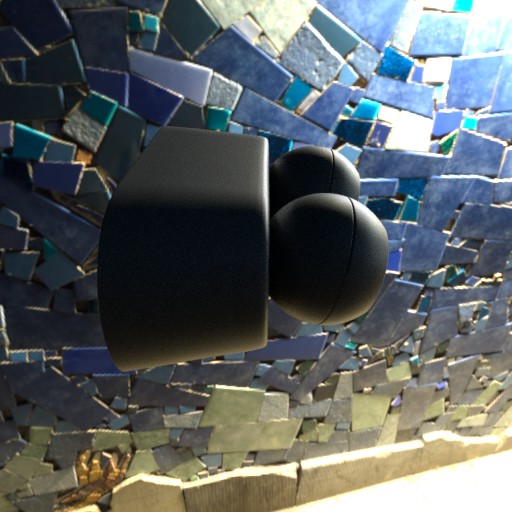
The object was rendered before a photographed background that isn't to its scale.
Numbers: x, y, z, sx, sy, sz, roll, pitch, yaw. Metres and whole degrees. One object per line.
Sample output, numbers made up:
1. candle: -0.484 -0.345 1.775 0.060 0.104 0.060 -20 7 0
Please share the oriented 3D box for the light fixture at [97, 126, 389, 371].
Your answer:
1. light fixture: 0.000 0.000 0.335 0.159 0.159 0.229 1 32 1
